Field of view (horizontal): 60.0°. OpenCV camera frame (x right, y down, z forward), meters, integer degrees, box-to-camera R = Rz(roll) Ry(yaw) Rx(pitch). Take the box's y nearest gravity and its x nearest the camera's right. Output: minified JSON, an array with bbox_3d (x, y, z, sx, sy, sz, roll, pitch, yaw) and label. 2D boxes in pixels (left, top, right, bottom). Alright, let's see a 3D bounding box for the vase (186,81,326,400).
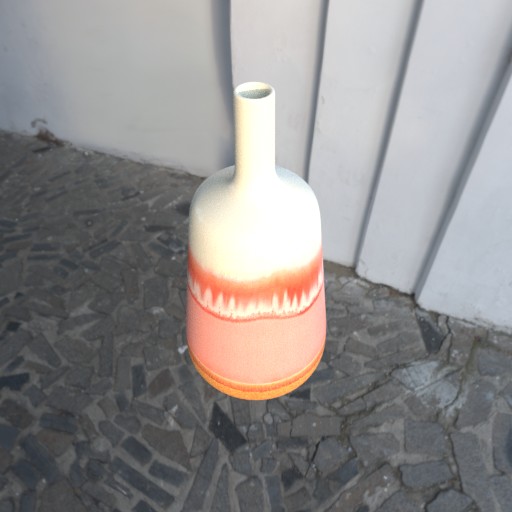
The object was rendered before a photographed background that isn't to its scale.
[{"bbox_3d":[0.000,0.000,0.383,0.144,0.296,0.144,0,46,0],"label":"vase"}]
